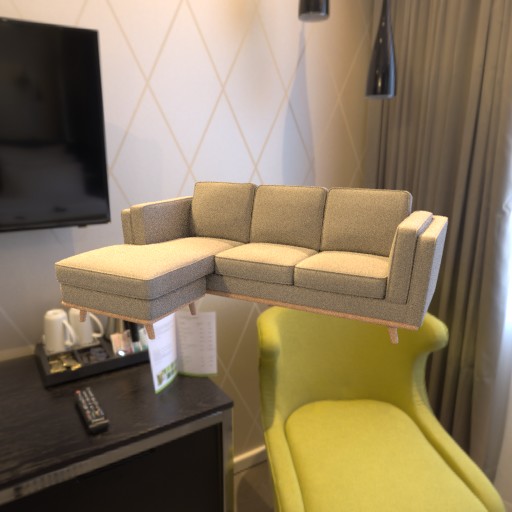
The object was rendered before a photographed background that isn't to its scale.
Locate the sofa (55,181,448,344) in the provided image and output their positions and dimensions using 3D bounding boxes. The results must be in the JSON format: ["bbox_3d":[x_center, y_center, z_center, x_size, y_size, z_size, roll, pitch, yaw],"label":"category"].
[{"bbox_3d":[0.000,0.000,3.201,2.411,0.929,1.604,7,16,26],"label":"sofa"}]
